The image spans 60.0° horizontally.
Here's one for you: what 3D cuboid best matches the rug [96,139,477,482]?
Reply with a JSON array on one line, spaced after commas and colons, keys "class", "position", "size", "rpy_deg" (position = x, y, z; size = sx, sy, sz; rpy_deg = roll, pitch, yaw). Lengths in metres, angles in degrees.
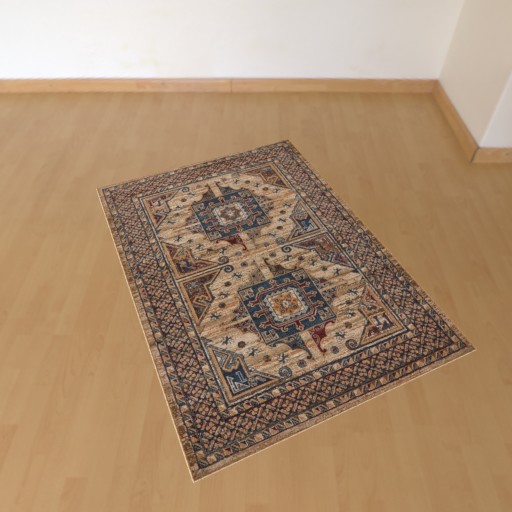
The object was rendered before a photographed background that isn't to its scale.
[{"class": "rug", "position": [0.000, 0.000, 2.849], "size": [1.611, 0.008, 2.227], "rpy_deg": [-18, 50, -16]}]
